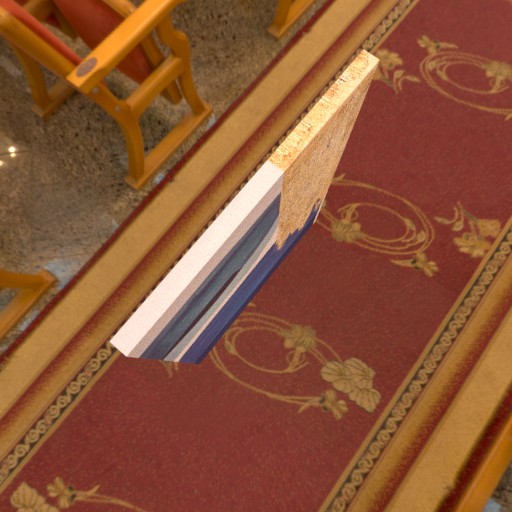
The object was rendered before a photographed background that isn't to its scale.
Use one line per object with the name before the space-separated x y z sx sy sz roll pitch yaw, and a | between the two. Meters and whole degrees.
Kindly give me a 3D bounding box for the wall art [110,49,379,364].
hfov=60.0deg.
wall art | 0.000 0.000 0.802 0.026 0.613 0.458 38 79 9
